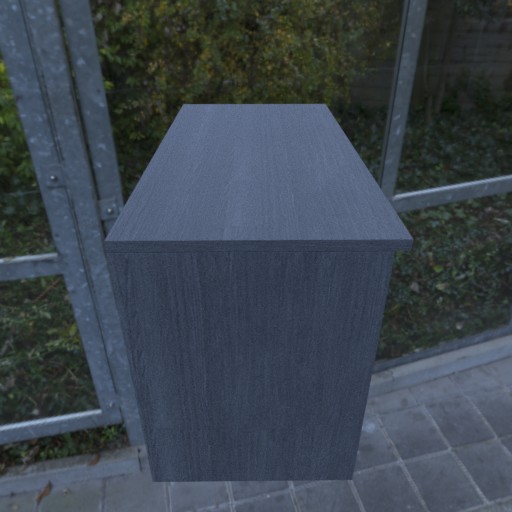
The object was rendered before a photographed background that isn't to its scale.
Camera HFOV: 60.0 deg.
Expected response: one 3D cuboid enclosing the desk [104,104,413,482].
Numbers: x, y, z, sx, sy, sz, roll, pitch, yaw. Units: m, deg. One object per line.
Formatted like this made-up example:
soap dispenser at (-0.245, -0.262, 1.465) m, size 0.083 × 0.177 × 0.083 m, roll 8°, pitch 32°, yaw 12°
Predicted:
desk at (0.000, 0.000, 1.456) m, size 0.557 × 0.729 × 1.099 m, roll 0°, pitch 31°, yaw -1°
